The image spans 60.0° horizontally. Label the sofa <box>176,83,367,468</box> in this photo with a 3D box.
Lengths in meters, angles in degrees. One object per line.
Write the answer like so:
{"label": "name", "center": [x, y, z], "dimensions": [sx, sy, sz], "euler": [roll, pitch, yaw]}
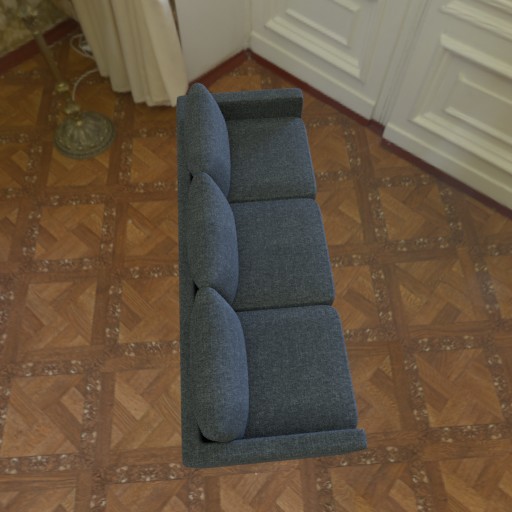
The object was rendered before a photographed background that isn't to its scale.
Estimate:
{"label": "sofa", "center": [0.000, 0.000, 2.639], "dimensions": [0.859, 0.874, 2.218], "euler": [-5, 64, -2]}
